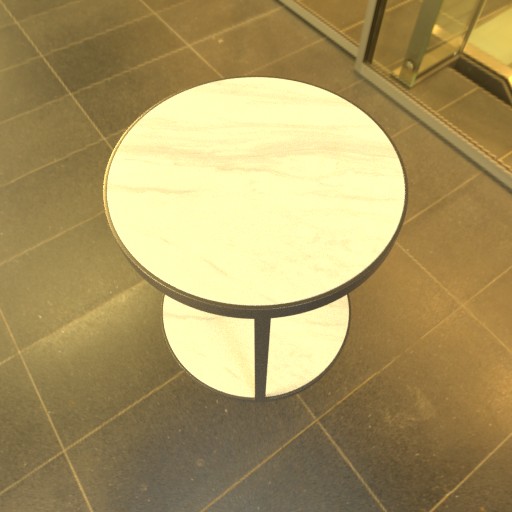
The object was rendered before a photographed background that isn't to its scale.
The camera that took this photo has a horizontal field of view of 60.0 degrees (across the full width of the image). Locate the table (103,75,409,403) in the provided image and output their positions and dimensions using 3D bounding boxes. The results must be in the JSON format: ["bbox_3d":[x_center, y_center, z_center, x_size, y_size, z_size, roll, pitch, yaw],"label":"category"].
[{"bbox_3d":[0.000,0.000,0.858,0.445,0.479,0.445,0,59,0],"label":"table"}]
